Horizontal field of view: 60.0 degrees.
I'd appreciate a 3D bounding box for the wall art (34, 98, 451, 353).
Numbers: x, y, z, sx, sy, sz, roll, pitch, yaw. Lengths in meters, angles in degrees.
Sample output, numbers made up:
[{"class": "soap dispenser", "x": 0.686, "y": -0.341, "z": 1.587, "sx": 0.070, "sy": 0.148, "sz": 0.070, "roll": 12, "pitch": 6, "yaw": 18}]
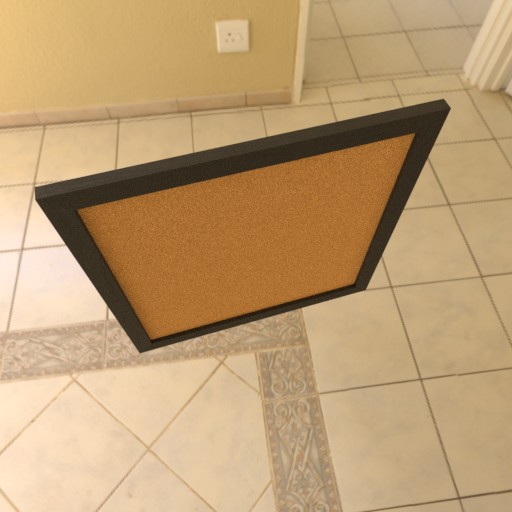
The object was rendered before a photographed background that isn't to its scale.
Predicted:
[{"class": "wall art", "x": 0.000, "y": 0.000, "z": 1.485, "sx": 1.016, "sy": 1.016, "sz": 0.038, "roll": -14, "pitch": 60, "yaw": -9}]
